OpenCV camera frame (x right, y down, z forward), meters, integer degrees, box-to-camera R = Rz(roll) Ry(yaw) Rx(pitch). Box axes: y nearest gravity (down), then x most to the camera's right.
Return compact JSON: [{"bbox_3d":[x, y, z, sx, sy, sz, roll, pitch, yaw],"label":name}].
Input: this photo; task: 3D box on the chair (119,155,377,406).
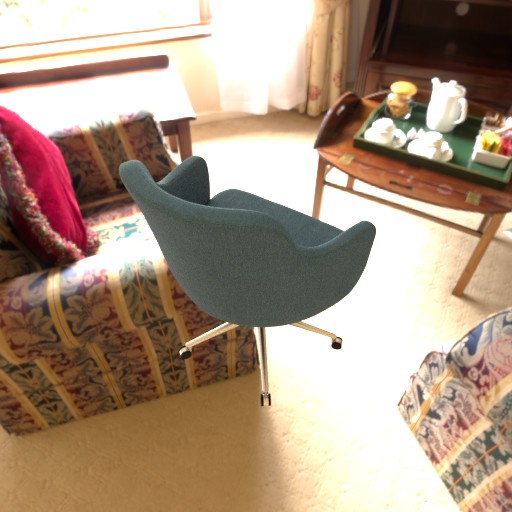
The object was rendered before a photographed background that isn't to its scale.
[{"bbox_3d":[0.000,0.000,1.308,0.599,0.820,0.655,25,51,22],"label":"chair"}]
